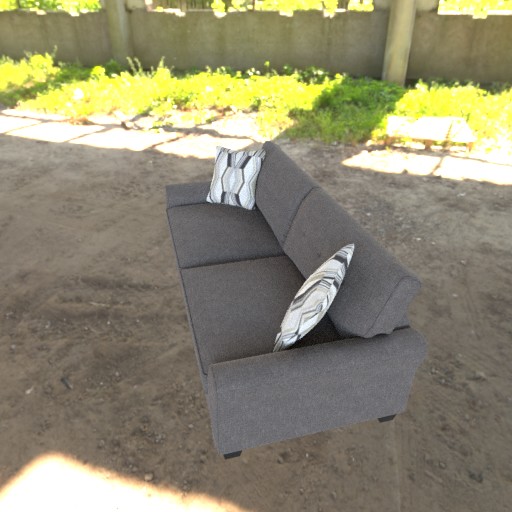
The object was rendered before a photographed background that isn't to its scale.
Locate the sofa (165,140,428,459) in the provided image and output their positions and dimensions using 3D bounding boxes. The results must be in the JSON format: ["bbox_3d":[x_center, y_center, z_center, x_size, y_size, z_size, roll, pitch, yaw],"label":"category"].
[{"bbox_3d":[0.000,0.000,2.551,0.889,0.813,2.032,-8,31,-13],"label":"sofa"}]
